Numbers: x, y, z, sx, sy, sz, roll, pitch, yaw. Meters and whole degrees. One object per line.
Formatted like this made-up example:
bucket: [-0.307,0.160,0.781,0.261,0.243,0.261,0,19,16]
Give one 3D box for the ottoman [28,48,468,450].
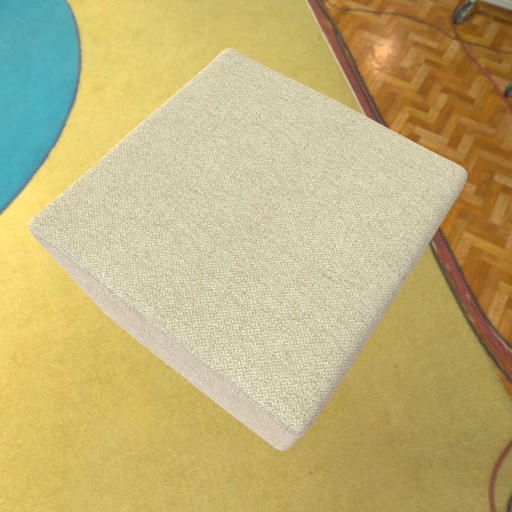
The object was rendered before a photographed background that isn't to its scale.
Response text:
ottoman: [0.000,0.000,0.858,0.508,0.432,0.508,33,68,16]
